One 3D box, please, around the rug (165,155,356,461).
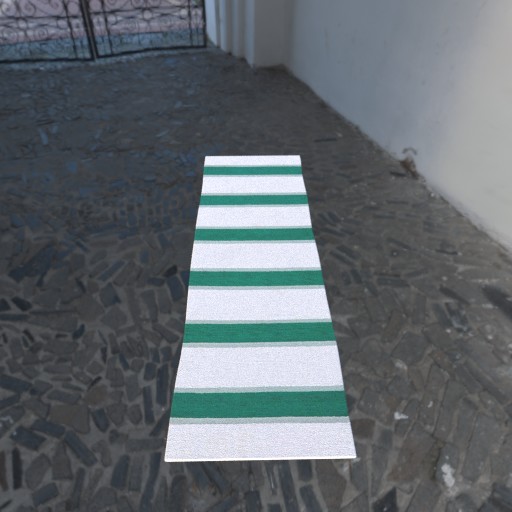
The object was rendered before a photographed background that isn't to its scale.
[{"bbox_3d":[0.000,0.000,2.670,0.768,0.012,2.438,-1,41,-1],"label":"rug"}]
